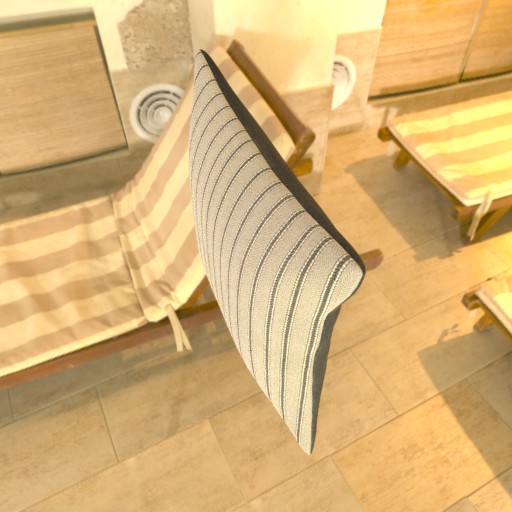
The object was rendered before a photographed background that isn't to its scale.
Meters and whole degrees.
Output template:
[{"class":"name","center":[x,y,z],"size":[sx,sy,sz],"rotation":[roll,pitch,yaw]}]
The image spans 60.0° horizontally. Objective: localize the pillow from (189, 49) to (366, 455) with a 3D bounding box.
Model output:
[{"class":"pillow","center":[0.000,0.000,0.668],"size":[0.138,0.444,0.468],"rotation":[-17,51,-14]}]
